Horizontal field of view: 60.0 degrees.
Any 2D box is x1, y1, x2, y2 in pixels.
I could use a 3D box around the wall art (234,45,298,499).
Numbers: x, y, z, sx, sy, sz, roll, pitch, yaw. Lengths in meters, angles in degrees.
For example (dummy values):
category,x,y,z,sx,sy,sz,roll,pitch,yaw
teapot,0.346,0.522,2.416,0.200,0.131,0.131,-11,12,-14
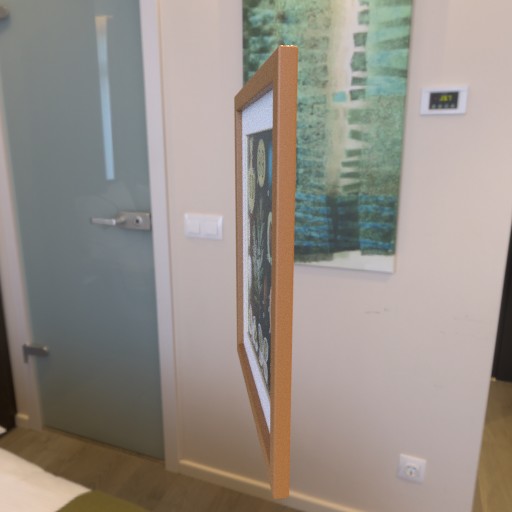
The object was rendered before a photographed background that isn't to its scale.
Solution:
category,x,y,z,sx,sy,sz,roll,pitch,yaw
wall art,0.000,0.000,0.506,0.015,0.379,0.310,-2,14,-8
